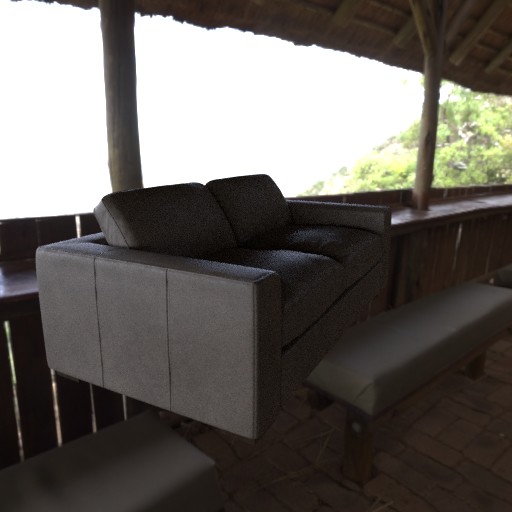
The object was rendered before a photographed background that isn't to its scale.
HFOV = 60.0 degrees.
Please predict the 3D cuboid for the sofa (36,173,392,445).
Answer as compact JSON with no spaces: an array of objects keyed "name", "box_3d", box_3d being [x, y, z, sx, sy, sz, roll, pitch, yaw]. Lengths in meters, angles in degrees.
[{"name":"sofa","box_3d":[0.000,0.000,2.419,1.070,0.800,1.920,8,16,28]}]
